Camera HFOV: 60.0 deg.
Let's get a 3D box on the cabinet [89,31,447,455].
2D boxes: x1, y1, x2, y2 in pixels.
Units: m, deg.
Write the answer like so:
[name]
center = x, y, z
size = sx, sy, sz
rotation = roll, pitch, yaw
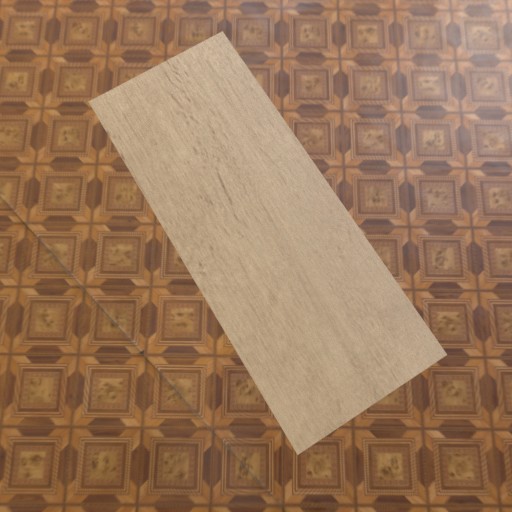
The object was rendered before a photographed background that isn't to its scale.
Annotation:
[cabinet]
center = 0.000, 0.000, 1.519
size = 0.420, 0.820, 1.040
rotation = -31, 79, -7
